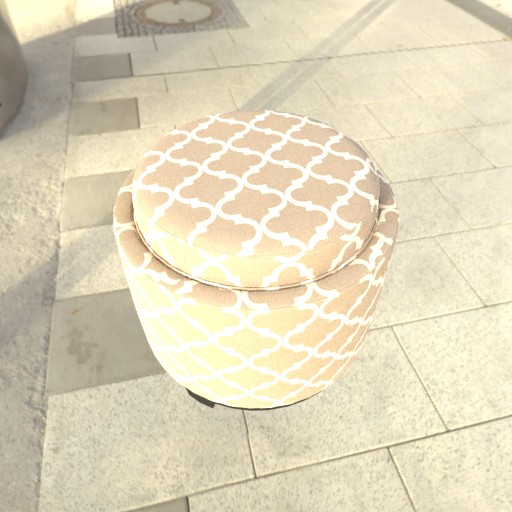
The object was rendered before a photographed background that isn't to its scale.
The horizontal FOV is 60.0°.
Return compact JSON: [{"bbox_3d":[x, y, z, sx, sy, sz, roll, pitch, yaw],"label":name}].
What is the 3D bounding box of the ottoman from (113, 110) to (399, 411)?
[{"bbox_3d":[0.000,0.000,0.850,0.480,0.429,0.480,0,46,0],"label":"ottoman"}]
